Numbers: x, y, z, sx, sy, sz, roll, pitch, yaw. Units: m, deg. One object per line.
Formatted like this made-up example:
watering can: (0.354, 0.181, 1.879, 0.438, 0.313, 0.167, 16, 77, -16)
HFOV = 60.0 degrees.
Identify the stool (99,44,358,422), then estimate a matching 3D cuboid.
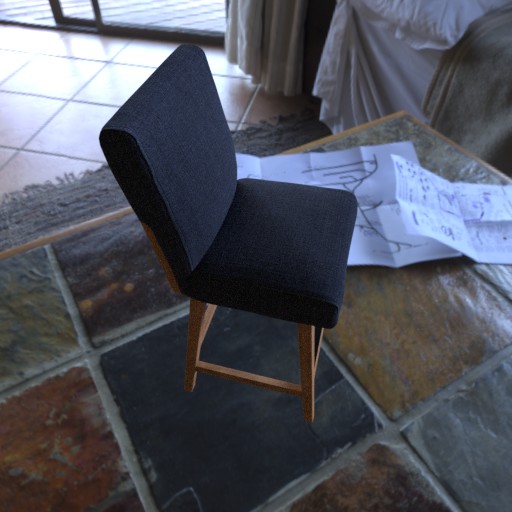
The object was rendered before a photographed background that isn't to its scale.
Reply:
stool: (0.000, 0.000, 1.295, 0.526, 1.010, 0.459, 11, 48, 10)
